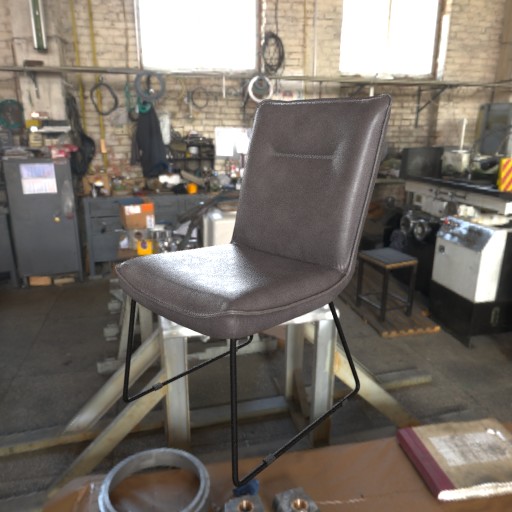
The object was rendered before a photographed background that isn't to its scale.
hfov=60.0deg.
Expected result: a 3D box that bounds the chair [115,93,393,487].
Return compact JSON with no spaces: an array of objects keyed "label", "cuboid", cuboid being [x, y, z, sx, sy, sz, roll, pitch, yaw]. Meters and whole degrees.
[{"label":"chair","cuboid":[0.000,0.000,1.331,0.515,0.932,0.688,15,22,41]}]
